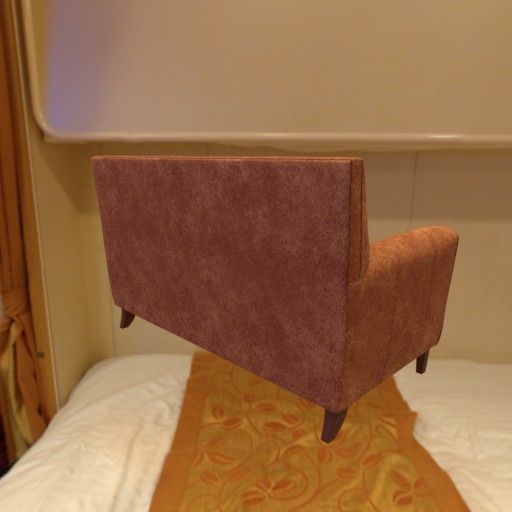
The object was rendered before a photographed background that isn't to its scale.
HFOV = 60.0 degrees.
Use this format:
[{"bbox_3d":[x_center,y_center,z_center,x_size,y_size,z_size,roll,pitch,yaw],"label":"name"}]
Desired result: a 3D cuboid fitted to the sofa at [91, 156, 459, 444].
[{"bbox_3d":[0.000,0.000,1.973,0.787,0.871,1.473,-12,18,-43],"label":"sofa"}]
